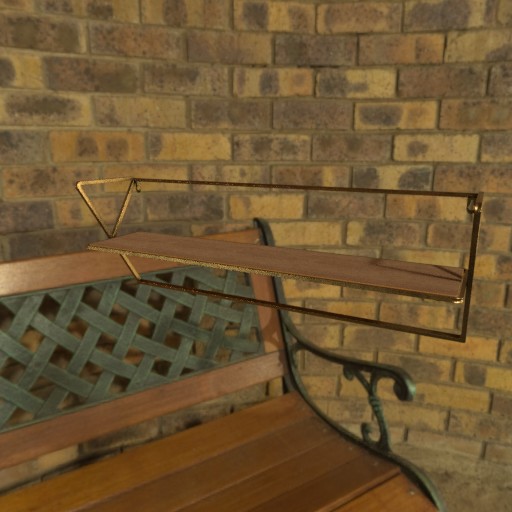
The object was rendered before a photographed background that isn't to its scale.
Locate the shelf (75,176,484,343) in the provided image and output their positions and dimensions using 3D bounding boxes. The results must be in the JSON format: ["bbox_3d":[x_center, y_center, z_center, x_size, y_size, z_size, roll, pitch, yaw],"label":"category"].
[{"bbox_3d":[0.000,0.000,0.730,0.645,0.229,0.150,7,16,27],"label":"shelf"}]
